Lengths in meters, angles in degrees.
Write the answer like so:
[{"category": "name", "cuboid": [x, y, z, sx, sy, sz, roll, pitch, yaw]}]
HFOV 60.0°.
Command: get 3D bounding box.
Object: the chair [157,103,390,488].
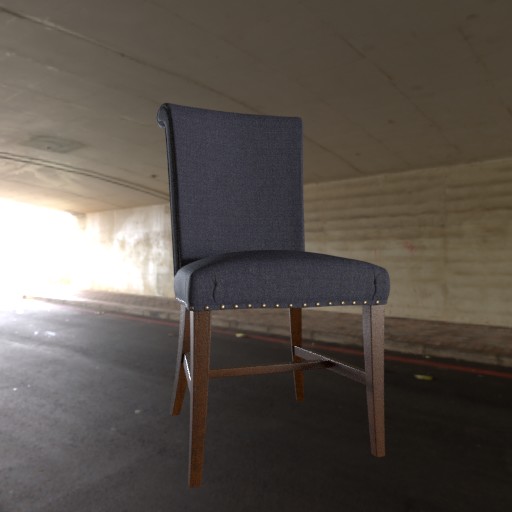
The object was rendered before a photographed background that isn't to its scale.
[{"category": "chair", "cuboid": [0.000, 0.000, 1.284, 0.513, 0.988, 0.608, 0, 0, -18]}]
